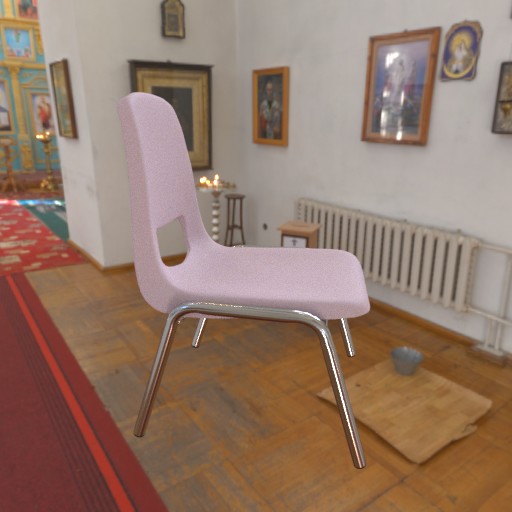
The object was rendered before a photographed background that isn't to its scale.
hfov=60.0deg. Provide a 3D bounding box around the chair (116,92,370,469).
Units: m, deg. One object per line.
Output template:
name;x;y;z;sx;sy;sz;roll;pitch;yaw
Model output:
chair;0.000;0.000;0.770;0.385;0.536;0.354;3;16;9
